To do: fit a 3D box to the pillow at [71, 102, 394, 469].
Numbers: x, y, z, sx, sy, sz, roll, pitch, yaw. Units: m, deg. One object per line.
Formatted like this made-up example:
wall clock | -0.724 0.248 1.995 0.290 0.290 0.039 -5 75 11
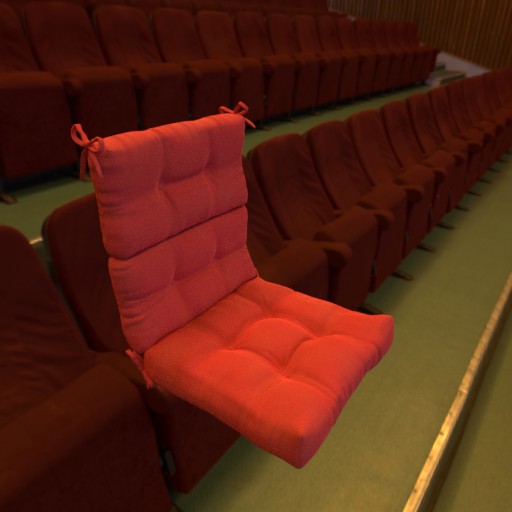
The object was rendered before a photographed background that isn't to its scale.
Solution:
pillow | 0.000 0.000 1.021 0.571 0.605 0.519 18 31 32
